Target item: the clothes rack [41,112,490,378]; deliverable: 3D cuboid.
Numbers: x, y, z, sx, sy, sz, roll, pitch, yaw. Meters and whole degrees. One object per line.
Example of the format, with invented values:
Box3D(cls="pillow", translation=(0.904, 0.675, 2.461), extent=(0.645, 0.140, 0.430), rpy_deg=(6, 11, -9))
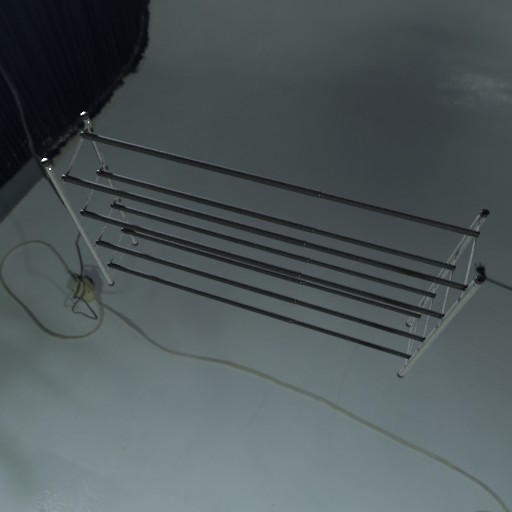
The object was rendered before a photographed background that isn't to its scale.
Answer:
Box3D(cls="clothes rack", translation=(0.000, 0.000, 1.437), extent=(1.168, 0.672, 0.229), rpy_deg=(16, 58, 10))
